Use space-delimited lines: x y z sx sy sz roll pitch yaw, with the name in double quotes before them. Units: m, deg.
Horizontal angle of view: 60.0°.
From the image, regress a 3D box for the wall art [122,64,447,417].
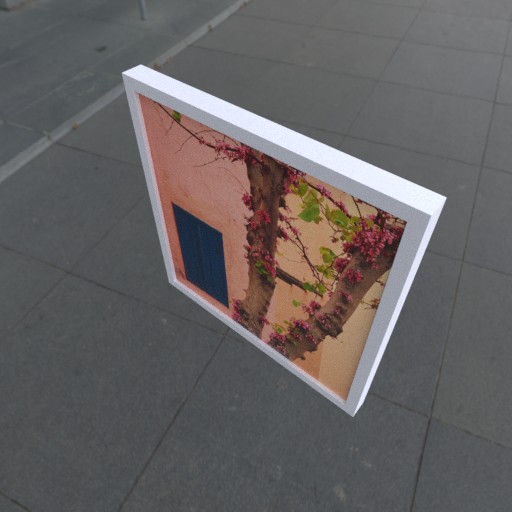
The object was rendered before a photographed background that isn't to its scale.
"wall art" 0.000 0.000 0.767 0.507 0.508 0.038 32 55 26
